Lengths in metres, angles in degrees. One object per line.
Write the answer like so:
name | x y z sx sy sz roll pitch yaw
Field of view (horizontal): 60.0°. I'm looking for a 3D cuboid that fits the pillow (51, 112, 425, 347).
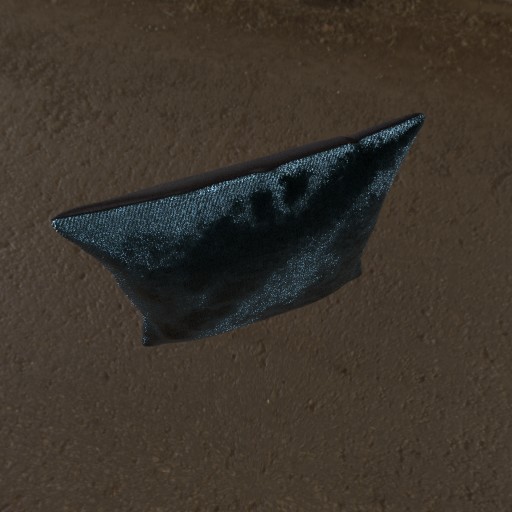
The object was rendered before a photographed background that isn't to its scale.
pillow | 0.000 0.000 0.652 0.436 0.430 0.138 -17 64 -9
